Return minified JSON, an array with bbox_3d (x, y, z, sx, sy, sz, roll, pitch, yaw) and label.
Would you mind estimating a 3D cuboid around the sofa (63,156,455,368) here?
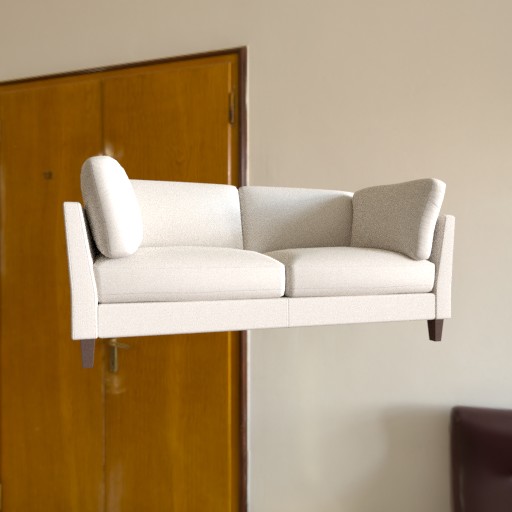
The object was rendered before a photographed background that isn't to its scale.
[{"bbox_3d":[0.000,0.000,2.313,1.776,0.836,0.970,0,0,-18],"label":"sofa"}]
